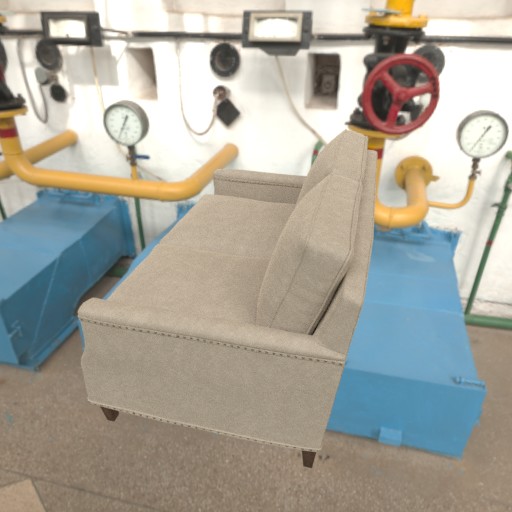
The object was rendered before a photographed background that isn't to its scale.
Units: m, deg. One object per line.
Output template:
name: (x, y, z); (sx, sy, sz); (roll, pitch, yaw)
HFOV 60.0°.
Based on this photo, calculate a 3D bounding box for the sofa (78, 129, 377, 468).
sofa: (0.000, 0.000, 2.235); (1.084, 1.002, 1.597); (8, 32, 13)
